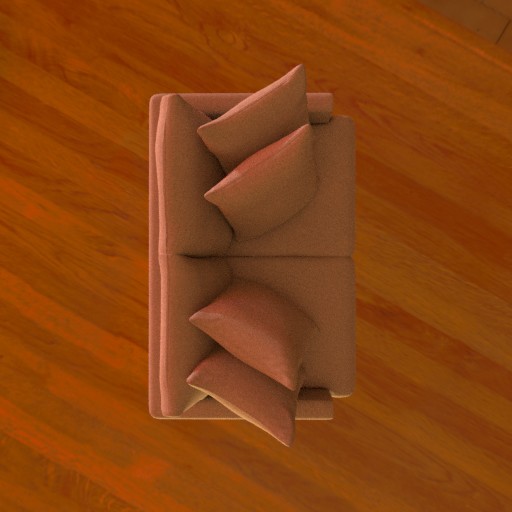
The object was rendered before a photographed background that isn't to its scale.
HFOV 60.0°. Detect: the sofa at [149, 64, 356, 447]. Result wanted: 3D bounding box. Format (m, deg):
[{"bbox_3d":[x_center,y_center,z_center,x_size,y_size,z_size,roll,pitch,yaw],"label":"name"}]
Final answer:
[{"bbox_3d":[0.000,0.000,2.628,1.228,1.080,1.869,0,90,1],"label":"sofa"}]
